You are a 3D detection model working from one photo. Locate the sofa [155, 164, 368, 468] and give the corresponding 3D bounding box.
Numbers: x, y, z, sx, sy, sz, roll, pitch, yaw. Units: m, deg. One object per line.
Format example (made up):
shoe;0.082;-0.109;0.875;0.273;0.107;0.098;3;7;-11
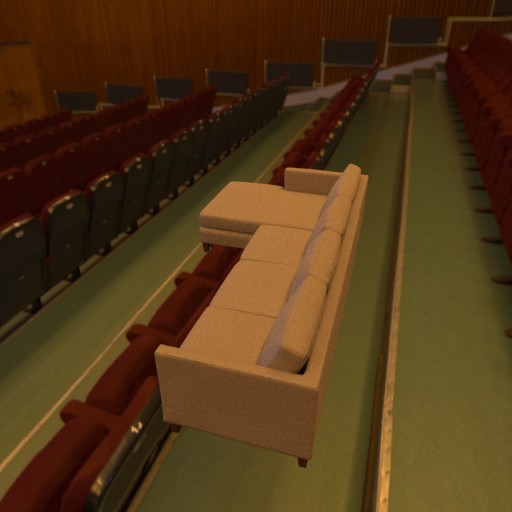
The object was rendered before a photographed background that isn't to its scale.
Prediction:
sofa;0.000;0.000;3.856;1.625;0.846;3.186;9;32;15
